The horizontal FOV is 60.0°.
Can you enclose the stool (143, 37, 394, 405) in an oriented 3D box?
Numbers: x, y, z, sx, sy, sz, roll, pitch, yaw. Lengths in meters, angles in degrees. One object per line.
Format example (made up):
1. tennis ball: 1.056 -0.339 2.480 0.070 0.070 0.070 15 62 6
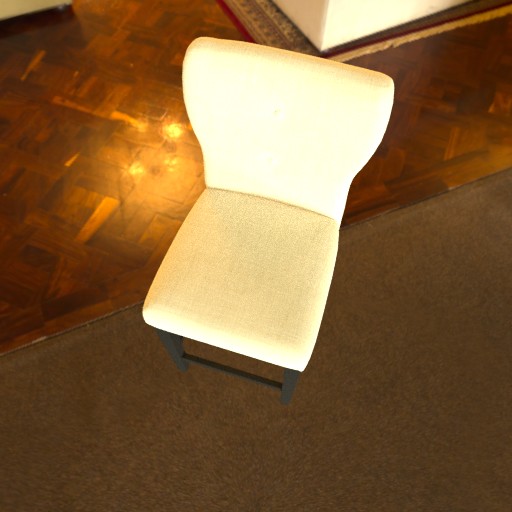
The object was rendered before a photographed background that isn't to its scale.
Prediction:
1. stool: 0.000 0.000 1.322 0.514 0.972 0.603 15 61 9
